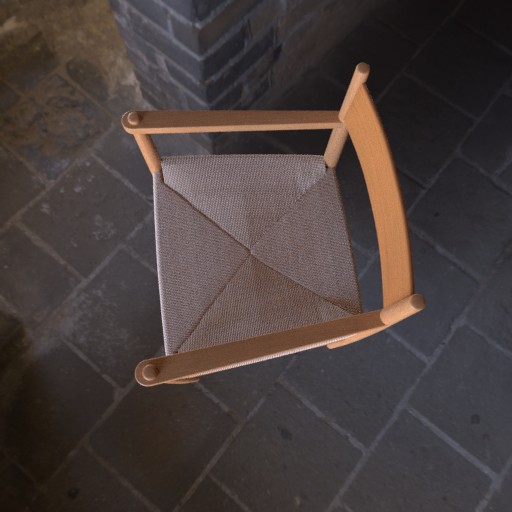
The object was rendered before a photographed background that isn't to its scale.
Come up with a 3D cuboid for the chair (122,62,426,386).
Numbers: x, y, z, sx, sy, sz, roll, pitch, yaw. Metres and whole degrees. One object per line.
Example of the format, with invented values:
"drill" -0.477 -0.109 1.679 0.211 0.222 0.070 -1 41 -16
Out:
"chair" 0.000 0.000 1.088 0.495 0.762 0.556 -7 74 -2
